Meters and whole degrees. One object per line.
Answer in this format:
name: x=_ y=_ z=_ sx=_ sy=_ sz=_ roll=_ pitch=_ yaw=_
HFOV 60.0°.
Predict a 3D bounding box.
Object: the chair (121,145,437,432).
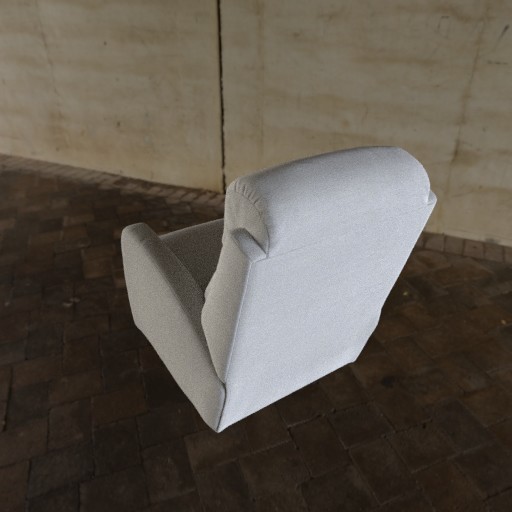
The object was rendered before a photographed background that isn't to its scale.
chair: x=0.000 y=0.000 z=1.704 sx=0.798 sy=1.013 sz=1.043 roll=-18 pitch=35 yaw=-28
